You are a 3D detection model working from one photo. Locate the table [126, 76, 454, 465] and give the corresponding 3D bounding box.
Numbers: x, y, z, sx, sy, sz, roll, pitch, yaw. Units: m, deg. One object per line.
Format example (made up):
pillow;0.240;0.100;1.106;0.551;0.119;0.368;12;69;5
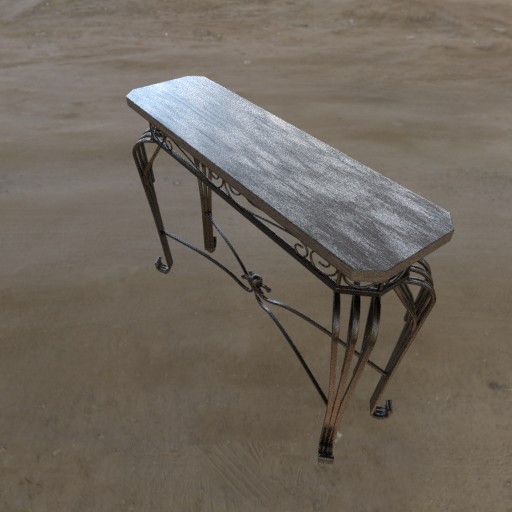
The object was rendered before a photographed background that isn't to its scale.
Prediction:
table;0.000;0.000;1.441;0.329;0.800;1.112;-26;48;-26
